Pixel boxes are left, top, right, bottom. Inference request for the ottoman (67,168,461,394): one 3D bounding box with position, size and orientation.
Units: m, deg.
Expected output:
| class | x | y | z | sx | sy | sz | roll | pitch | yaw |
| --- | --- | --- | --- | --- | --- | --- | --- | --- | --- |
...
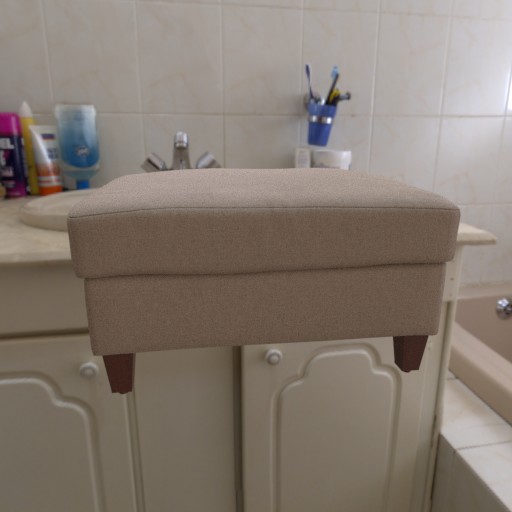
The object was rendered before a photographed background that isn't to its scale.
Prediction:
| class | x | y | z | sx | sy | sz | roll | pitch | yaw |
| --- | --- | --- | --- | --- | --- | --- | --- | --- | --- |
| ottoman | 0.000 | 0.000 | 1.336 | 0.902 | 0.511 | 0.692 | -2 | 16 | -8 |
